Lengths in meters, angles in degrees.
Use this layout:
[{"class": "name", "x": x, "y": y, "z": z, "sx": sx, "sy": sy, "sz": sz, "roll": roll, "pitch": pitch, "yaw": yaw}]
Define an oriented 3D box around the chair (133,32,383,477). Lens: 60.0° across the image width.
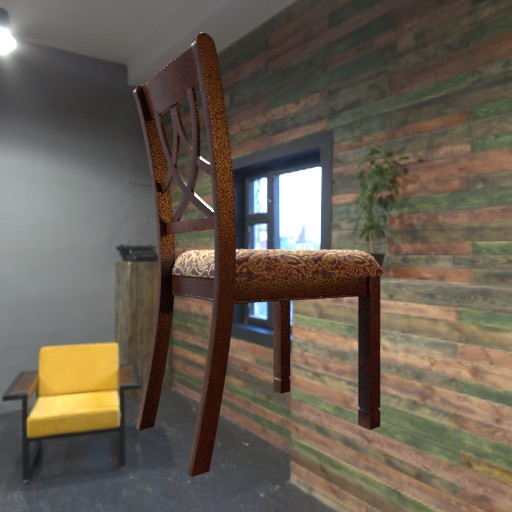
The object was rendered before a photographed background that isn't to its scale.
[{"class": "chair", "x": 0.000, "y": 0.000, "z": 1.274, "sx": 0.584, "sy": 0.965, "sz": 0.457, "roll": 0, "pitch": 0, "yaw": -35}]
